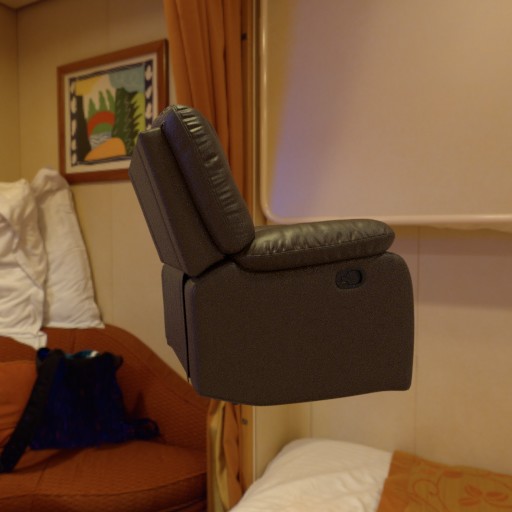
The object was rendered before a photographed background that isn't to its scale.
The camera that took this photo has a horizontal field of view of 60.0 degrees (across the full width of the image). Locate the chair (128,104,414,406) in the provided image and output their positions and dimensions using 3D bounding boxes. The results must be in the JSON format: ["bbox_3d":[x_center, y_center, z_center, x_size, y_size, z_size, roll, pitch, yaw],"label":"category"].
[{"bbox_3d":[0.000,0.000,1.744,0.934,1.009,0.899,-1,3,-18],"label":"chair"}]
